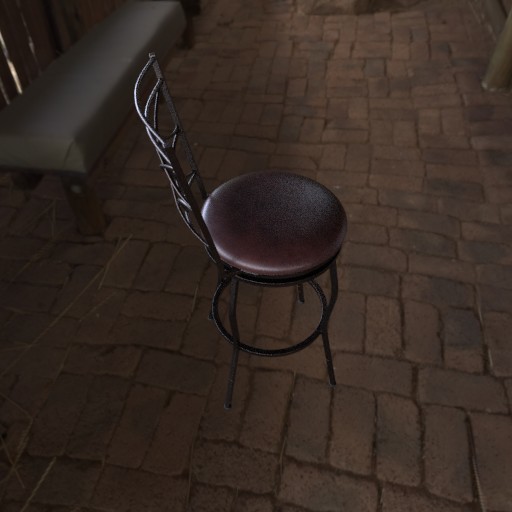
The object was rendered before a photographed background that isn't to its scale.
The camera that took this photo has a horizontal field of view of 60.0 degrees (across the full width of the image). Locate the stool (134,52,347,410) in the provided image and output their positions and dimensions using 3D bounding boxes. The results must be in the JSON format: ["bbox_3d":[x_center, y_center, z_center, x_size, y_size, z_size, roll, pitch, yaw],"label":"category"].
[{"bbox_3d":[0.000,0.000,1.387,0.534,1.117,0.434,-9,47,-9],"label":"stool"}]
